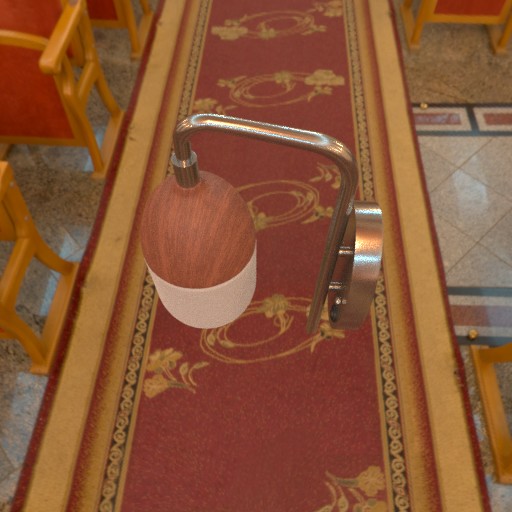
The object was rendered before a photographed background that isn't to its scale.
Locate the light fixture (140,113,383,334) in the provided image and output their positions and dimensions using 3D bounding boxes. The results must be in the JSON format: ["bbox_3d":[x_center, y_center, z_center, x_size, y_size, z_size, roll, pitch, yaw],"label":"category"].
[{"bbox_3d":[0.000,0.000,0.440,0.216,0.343,0.108,3,57,2],"label":"light fixture"}]
